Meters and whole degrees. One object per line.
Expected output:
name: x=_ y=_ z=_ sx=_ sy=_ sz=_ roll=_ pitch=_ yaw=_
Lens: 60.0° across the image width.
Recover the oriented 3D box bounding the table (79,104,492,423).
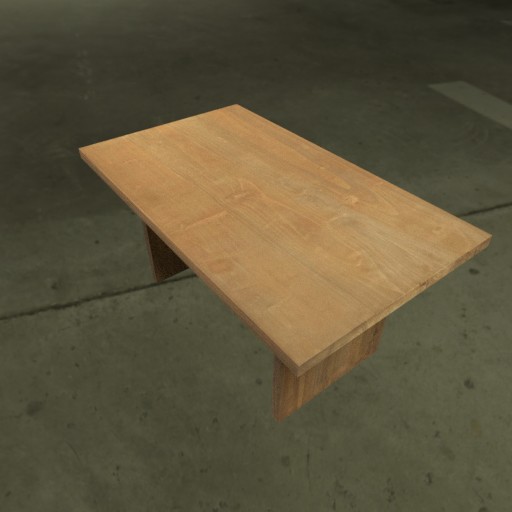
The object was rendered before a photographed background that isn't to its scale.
table: x=0.000 y=0.000 z=2.139 sx=0.946 sy=0.780 sz=1.609 roll=-26 pitch=46 yaw=-28
